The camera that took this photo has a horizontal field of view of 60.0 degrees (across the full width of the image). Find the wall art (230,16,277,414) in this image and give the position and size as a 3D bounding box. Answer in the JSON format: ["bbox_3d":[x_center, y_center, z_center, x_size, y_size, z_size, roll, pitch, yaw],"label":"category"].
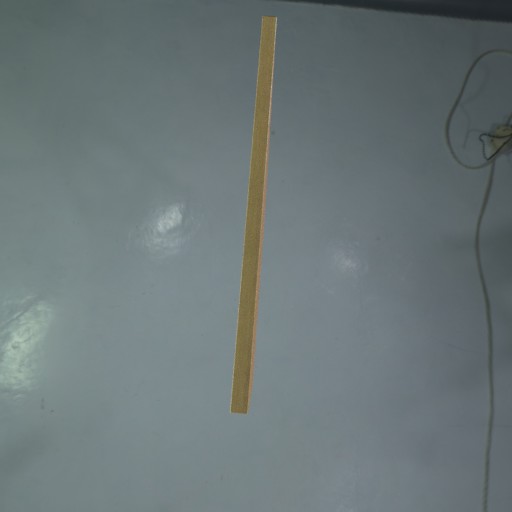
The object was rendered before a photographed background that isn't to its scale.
[{"bbox_3d":[0.000,0.000,1.328,0.030,1.002,0.798,4,76,1],"label":"wall art"}]
